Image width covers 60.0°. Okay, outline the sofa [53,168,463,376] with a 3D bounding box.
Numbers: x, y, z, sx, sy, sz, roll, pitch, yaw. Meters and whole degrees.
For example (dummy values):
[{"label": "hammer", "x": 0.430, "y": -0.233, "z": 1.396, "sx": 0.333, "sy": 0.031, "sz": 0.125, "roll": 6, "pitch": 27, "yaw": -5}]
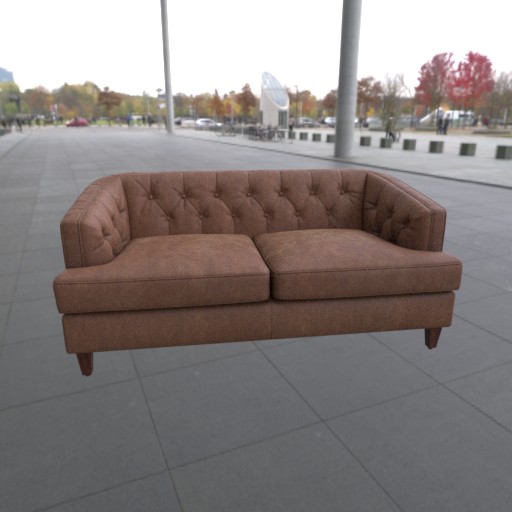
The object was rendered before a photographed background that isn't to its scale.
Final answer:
[{"label": "sofa", "x": 0.000, "y": 0.000, "z": 2.289, "sx": 1.755, "sy": 0.786, "sz": 0.914, "roll": -3, "pitch": 18, "yaw": -8}]
